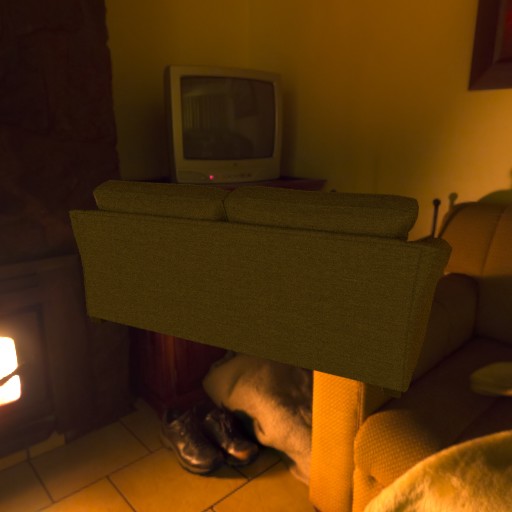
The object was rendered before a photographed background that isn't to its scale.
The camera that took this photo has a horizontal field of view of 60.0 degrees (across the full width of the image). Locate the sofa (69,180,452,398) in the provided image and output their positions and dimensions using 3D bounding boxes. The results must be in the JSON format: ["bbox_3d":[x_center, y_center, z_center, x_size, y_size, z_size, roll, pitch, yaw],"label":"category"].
[{"bbox_3d":[0.000,0.000,2.825,2.270,0.950,0.971,7,16,26],"label":"sofa"}]
